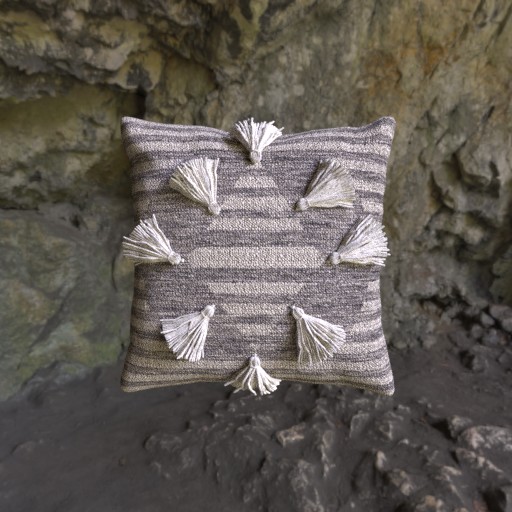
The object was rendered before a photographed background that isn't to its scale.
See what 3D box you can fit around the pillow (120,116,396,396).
[{"bbox_3d":[0.000,0.000,0.771,0.484,0.490,0.234,0,1,2],"label":"pillow"}]
